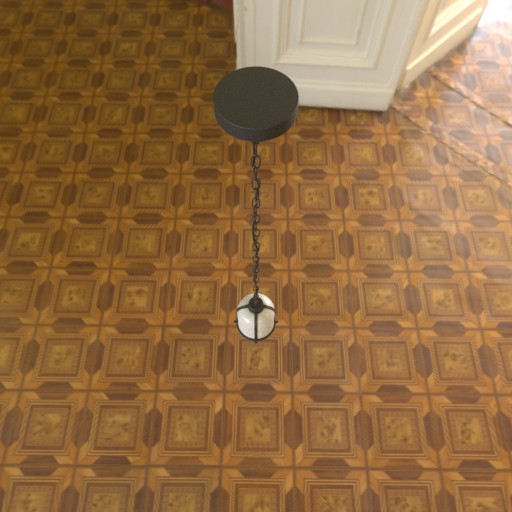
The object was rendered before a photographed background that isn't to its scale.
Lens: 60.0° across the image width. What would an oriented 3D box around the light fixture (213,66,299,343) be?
[{"bbox_3d":[0.000,0.000,1.270,0.178,1.181,0.178,0,63,0],"label":"light fixture"}]
